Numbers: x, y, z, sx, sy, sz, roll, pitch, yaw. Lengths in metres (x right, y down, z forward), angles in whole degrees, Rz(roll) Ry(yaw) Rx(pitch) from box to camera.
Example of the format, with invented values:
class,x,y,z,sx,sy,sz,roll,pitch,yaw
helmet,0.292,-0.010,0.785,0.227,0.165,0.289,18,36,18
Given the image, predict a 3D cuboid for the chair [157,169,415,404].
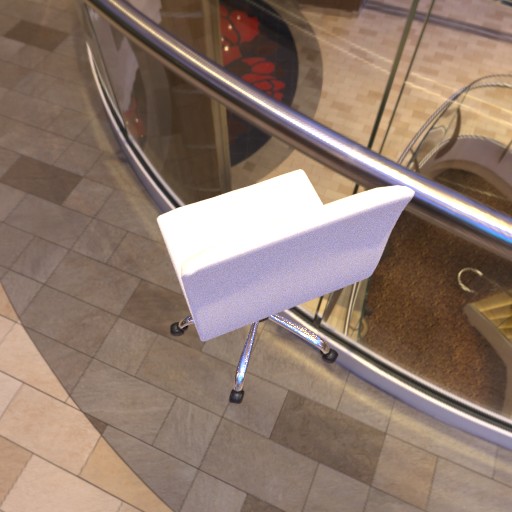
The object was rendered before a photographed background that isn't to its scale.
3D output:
class,x,y,z,sx,sy,sz,roll,pitch,yaw
chair,0.000,0.000,1.045,0.520,0.750,0.455,-20,62,-11
